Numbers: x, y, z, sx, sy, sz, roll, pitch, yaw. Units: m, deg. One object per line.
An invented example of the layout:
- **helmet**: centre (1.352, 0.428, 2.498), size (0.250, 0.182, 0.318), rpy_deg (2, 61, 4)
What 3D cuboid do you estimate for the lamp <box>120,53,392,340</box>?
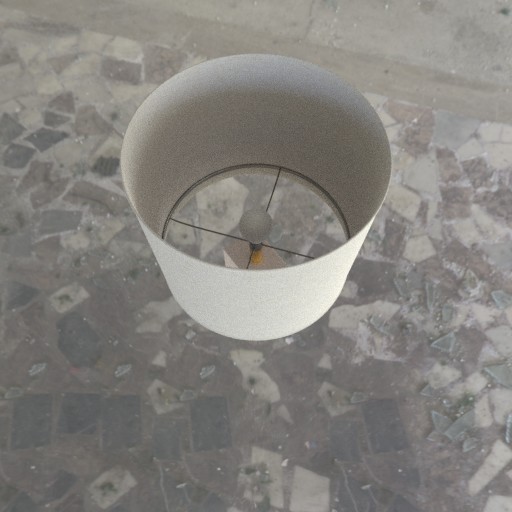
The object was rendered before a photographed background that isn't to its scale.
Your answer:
- **lamp**: centre (0.000, 0.000, 0.561), size (0.229, 0.417, 0.229), rpy_deg (-34, 69, -15)
